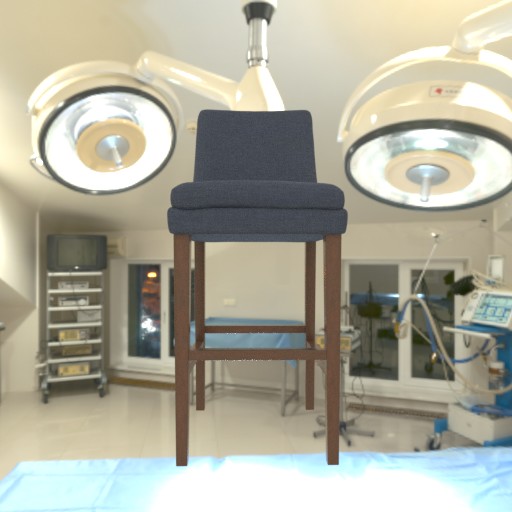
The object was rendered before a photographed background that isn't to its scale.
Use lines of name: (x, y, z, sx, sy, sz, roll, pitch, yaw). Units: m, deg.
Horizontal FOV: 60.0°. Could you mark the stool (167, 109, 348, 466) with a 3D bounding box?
stool: (0.000, 0.000, 1.393, 0.470, 1.078, 0.577, 0, 0, -1)
